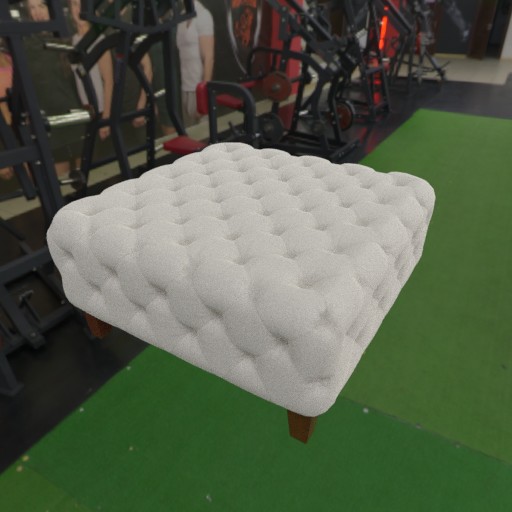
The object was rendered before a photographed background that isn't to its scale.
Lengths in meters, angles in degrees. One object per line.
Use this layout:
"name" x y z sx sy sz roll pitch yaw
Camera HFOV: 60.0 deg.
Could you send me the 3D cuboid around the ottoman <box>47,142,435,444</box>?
"ottoman" 0.000 0.000 1.211 0.755 0.376 0.753 18 35 27
